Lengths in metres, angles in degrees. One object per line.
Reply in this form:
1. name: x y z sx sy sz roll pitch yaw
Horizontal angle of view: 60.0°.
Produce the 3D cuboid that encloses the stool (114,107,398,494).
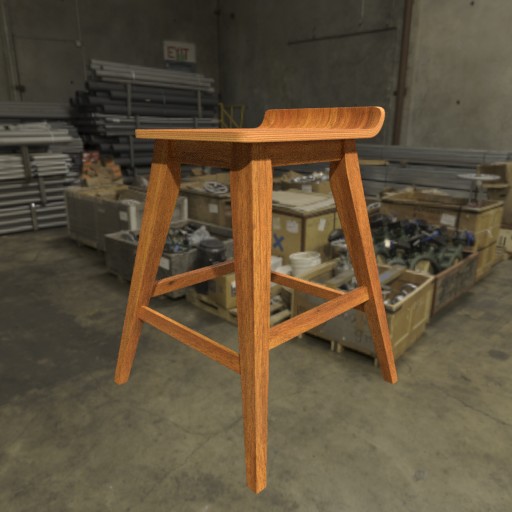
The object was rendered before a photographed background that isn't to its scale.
1. stool: 0.000 0.000 1.013 0.500 0.650 0.500 16 23 42
